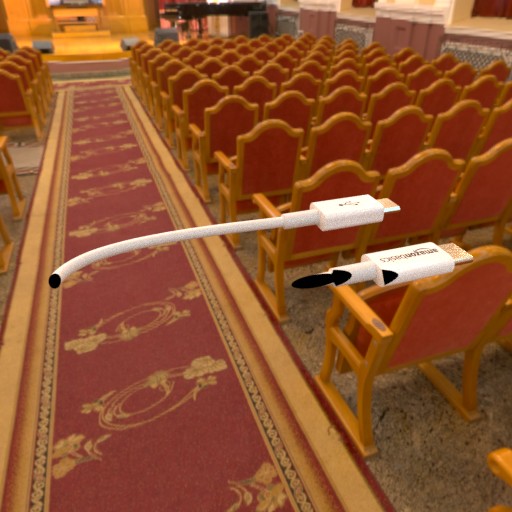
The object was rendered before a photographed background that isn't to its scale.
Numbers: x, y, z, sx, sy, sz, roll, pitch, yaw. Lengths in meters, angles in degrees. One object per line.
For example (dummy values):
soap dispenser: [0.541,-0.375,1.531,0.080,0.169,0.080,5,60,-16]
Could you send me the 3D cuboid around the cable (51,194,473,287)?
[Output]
cable: [0.000,0.000,0.109,0.098,0.006,0.040,-10,33,-16]
